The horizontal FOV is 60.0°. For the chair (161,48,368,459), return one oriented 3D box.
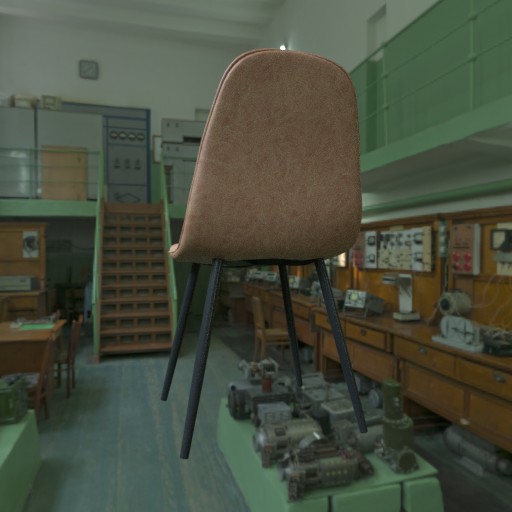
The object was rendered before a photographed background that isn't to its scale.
[{"bbox_3d":[0.000,0.000,1.216,0.472,0.889,0.561,0,1,-18],"label":"chair"}]
